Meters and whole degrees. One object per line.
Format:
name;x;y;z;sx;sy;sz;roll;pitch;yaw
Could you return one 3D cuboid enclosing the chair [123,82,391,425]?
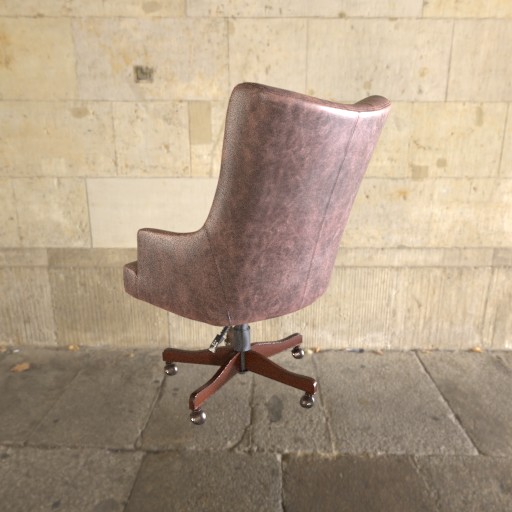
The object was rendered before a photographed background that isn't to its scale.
chair;0.000;0.000;1.514;0.641;1.035;0.762;-14;21;-41
